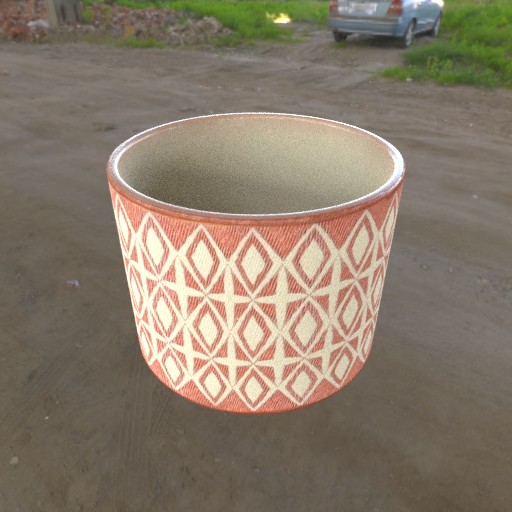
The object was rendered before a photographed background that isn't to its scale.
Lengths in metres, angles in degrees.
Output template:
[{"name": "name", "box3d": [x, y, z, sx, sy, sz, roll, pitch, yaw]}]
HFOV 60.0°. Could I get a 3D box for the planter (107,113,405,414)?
[{"name": "planter", "box3d": [0.000, 0.000, 0.484, 0.273, 0.237, 0.273, 0, 33, 0]}]
